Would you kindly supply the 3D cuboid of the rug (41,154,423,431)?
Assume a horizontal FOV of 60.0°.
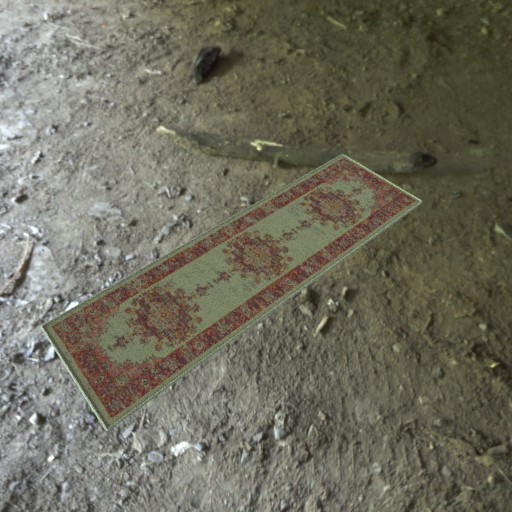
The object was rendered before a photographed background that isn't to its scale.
[{"bbox_3d":[0.000,0.000,2.050,1.824,0.009,0.562,-33,56,-26],"label":"rug"}]
